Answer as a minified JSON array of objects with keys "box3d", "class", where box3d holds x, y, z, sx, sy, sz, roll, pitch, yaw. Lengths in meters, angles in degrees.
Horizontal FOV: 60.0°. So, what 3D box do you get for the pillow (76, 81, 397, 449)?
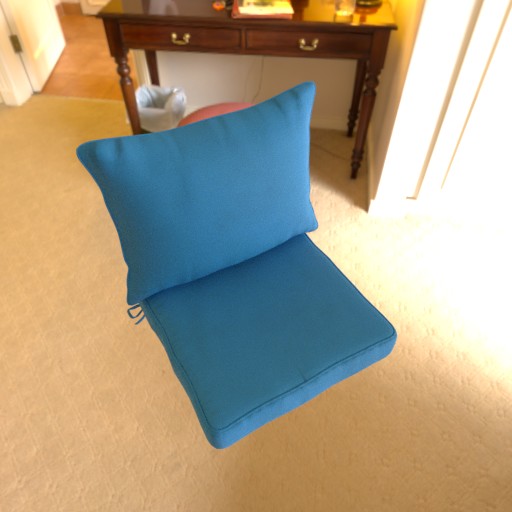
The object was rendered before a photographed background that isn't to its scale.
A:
[{"box3d":[0.000,0.000,1.377,0.798,0.725,0.733,-23,50,-20],"class":"pillow"}]
